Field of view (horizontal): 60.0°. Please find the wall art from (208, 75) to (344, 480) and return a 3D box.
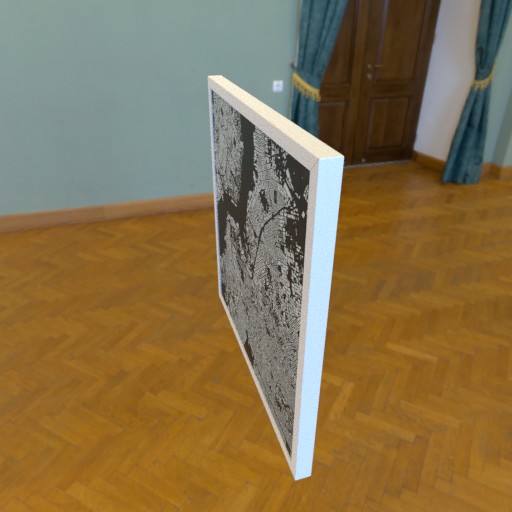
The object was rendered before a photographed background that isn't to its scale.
[{"bbox_3d":[0.000,0.000,1.142,0.050,0.762,0.761,-9,32,-15],"label":"wall art"}]
